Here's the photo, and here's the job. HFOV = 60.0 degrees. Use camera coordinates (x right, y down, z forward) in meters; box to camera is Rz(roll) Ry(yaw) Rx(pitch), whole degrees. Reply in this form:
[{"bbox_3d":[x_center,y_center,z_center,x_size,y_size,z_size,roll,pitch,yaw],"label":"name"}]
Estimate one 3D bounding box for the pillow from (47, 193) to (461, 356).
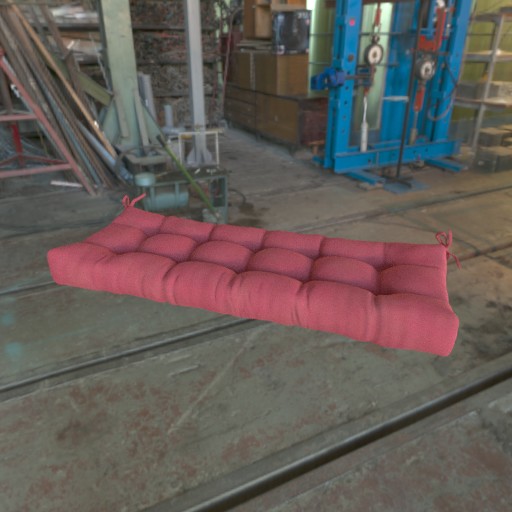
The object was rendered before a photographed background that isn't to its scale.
[{"bbox_3d":[0.000,0.000,1.352,1.194,0.174,0.511,8,28,16],"label":"pillow"}]
